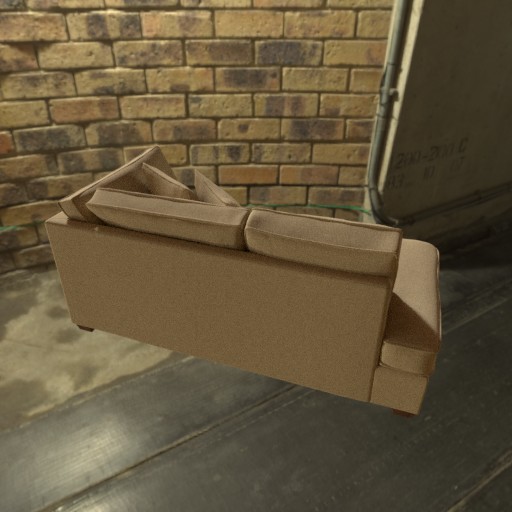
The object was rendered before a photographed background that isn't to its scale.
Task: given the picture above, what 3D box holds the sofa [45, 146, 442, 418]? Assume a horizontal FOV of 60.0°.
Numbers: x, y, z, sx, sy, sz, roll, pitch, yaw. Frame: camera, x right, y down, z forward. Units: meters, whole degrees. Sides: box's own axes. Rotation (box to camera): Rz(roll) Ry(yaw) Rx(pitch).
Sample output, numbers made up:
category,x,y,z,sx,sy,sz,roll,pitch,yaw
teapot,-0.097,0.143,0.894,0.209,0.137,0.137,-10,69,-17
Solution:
category,x,y,z,sx,sy,sz,roll,pitch,yaw
sofa,0.000,0.000,2.828,2.237,1.033,1.110,11,33,17
